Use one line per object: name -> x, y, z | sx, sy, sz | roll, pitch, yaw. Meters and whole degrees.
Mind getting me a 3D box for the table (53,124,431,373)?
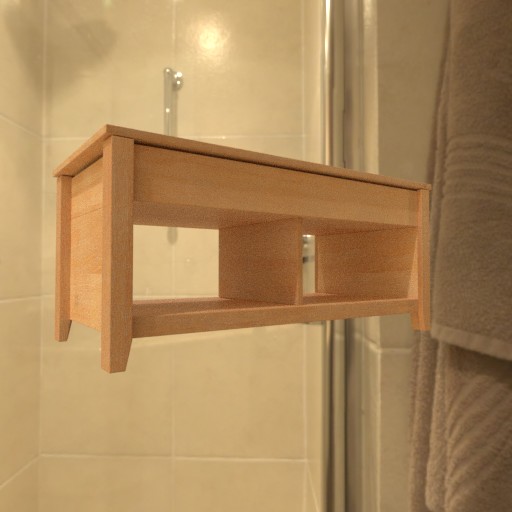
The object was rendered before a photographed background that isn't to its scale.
table -> 0.000, 0.000, 1.296 | 1.016, 0.457, 0.483 | 1, -2, -35
